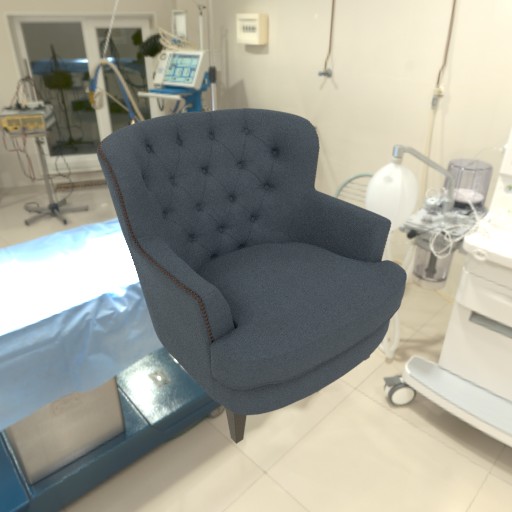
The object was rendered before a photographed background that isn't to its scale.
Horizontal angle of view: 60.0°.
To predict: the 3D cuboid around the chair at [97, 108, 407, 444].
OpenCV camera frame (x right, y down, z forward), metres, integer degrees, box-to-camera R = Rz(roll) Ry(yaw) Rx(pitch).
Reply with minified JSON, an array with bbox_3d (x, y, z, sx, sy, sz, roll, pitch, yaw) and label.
[{"bbox_3d":[0.000,0.000,1.577,0.848,0.868,0.906,-21,35,-33],"label":"chair"}]
